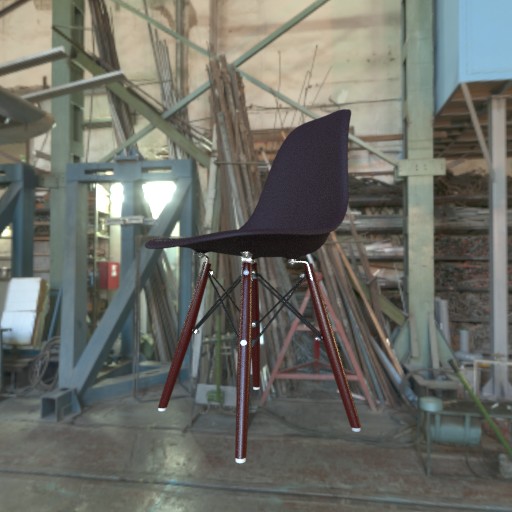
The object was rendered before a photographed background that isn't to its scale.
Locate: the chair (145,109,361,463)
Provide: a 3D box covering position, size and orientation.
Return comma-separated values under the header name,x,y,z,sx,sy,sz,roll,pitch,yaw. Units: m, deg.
name,x,y,z,sx,sy,sz,roll,pitch,yaw
chair,0.000,0.000,1.145,0.533,0.826,0.470,1,-1,-36
